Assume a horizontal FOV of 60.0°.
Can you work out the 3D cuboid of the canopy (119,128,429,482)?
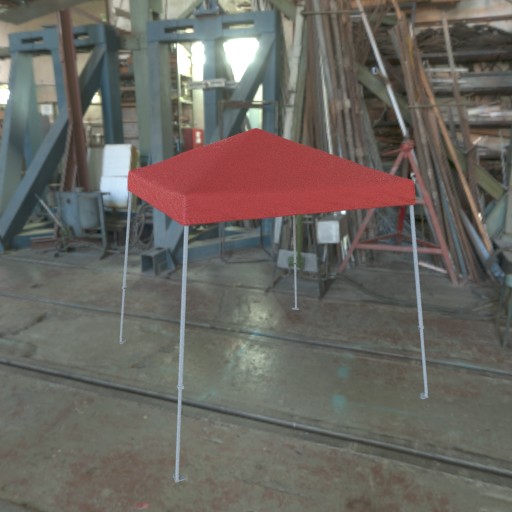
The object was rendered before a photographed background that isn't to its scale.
[{"bbox_3d":[0.000,0.000,6.485,3.599,3.600,3.600,-7,17,-25],"label":"canopy"}]
